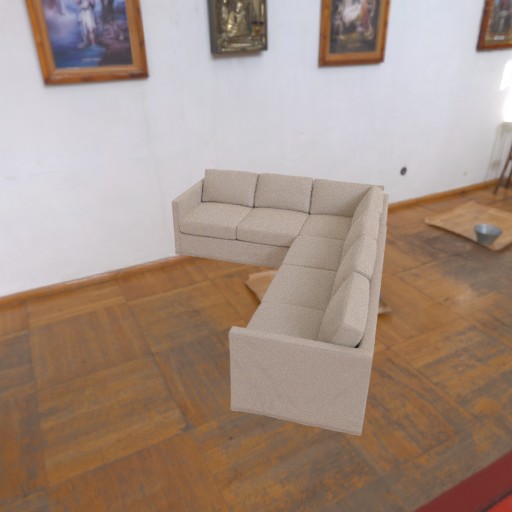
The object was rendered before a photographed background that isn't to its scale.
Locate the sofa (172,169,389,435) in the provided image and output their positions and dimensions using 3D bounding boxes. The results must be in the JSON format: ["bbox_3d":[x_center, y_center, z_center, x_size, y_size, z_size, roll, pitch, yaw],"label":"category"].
[{"bbox_3d":[0.000,0.000,4.428,2.432,0.871,3.182,8,28,15],"label":"sofa"}]
